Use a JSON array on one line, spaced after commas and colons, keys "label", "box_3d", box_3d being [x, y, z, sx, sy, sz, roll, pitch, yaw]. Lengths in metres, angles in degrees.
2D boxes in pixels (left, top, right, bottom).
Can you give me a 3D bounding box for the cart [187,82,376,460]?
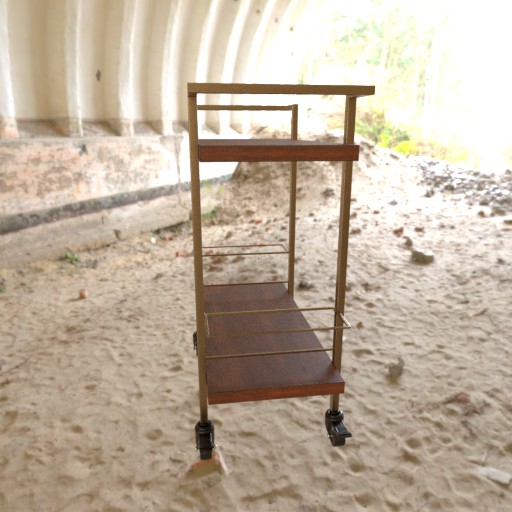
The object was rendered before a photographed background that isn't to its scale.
[{"label": "cart", "box_3d": [0.000, 0.000, 1.198, 0.364, 0.807, 0.695, -2, 16, -8]}]
